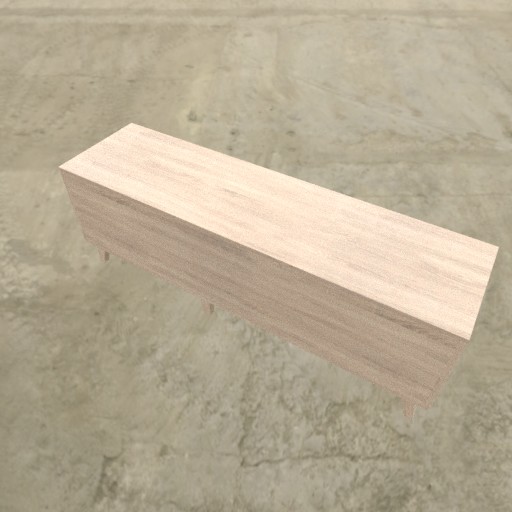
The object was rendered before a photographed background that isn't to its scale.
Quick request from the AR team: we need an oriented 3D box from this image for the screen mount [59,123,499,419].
[{"bbox_3d":[0.000,0.000,1.692,1.500,0.510,0.400,23,49,22],"label":"screen mount"}]
